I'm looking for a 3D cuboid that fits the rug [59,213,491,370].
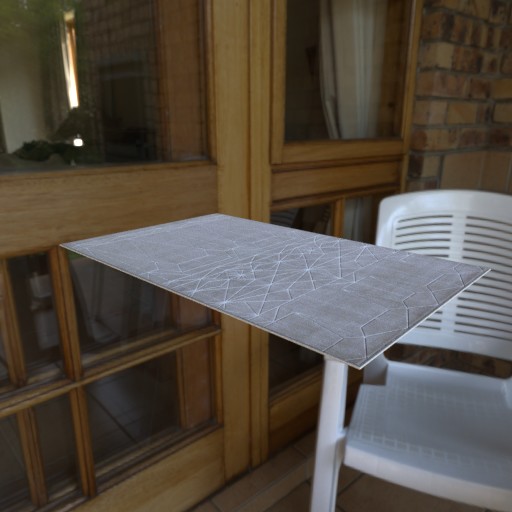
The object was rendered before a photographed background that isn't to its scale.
[{"bbox_3d":[0.000,0.000,2.924,2.438,0.012,1.524,15,23,41],"label":"rug"}]
